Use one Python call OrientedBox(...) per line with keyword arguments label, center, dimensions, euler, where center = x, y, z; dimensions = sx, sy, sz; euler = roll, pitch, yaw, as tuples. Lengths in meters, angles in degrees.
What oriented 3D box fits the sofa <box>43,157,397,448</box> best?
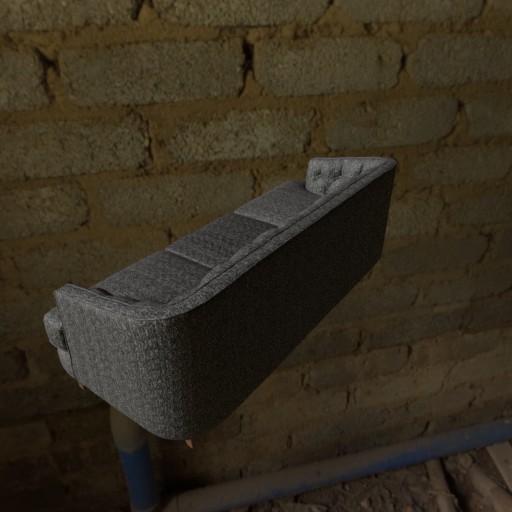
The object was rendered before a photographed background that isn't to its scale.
OrientedBox(label="sofa", center=(0.000, 0.000, 2.685), dimensions=(0.941, 0.855, 2.278), euler=(21, 36, 31))
